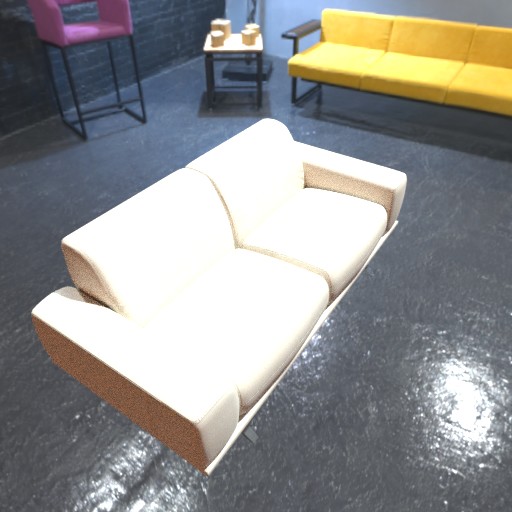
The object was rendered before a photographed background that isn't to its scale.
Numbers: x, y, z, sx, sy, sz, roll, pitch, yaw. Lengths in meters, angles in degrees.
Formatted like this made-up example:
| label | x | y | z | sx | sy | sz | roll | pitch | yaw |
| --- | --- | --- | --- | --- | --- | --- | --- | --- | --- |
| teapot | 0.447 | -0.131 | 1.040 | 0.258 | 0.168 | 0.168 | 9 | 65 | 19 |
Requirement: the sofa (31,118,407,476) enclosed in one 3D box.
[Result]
| label | x | y | z | sx | sy | sz | roll | pitch | yaw |
| --- | --- | --- | --- | --- | --- | --- | --- | --- | --- |
| sofa | 0.000 | 0.000 | 2.234 | 0.900 | 0.772 | 1.901 | 24 | 45 | 26 |
